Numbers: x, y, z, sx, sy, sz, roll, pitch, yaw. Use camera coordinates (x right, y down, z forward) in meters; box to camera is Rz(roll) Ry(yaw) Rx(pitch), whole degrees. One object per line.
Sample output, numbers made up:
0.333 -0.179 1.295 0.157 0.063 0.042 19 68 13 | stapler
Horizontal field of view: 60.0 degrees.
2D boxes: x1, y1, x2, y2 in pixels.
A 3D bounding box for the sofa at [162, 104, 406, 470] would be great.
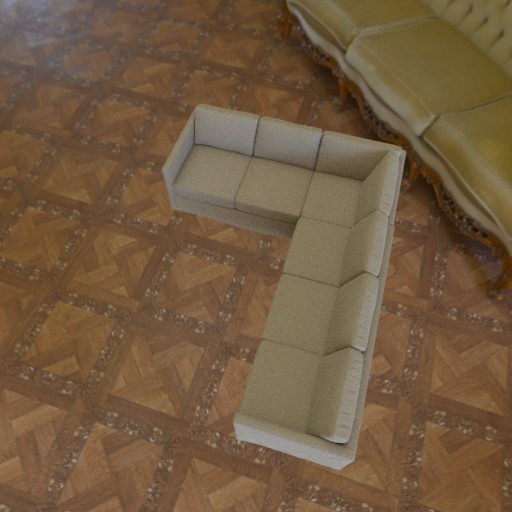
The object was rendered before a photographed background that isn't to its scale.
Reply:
0.000 0.000 4.337 2.432 0.871 3.182 14 60 9 | sofa
